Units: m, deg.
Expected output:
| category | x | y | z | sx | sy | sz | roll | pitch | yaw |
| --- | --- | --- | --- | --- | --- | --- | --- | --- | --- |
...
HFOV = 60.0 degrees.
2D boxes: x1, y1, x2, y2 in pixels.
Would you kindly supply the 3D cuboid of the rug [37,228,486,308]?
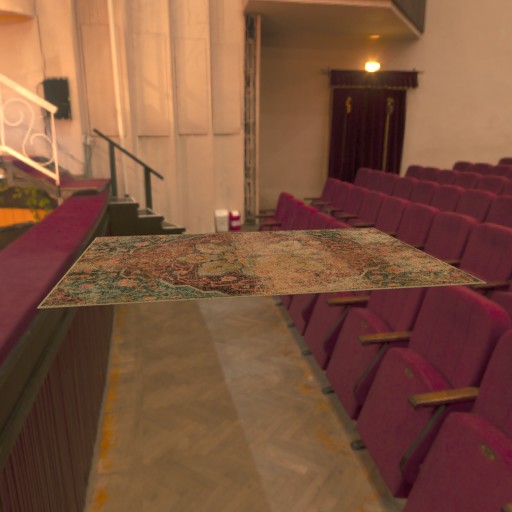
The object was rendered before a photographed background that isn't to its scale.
| category | x | y | z | sx | sy | sz | roll | pitch | yaw |
| --- | --- | --- | --- | --- | --- | --- | --- | --- | --- |
| rug | 0.000 | 0.000 | 2.991 | 2.363 | 0.004 | 1.566 | -2 | 15 | -8 |
